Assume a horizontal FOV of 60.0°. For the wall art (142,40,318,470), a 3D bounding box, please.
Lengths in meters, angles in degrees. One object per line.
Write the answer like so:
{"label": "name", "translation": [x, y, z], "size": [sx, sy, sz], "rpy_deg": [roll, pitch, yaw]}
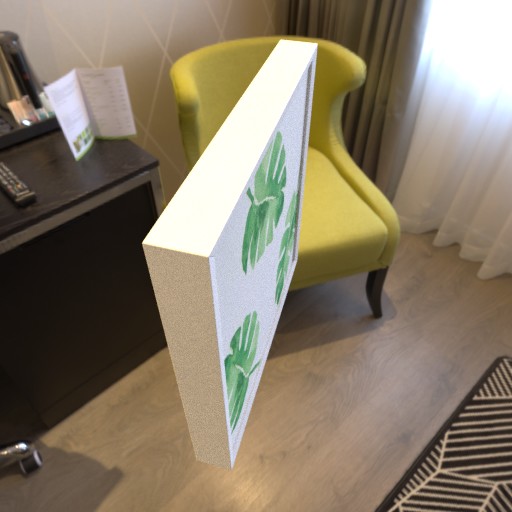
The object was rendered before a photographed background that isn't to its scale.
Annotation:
{"label": "wall art", "translation": [0.000, 0.000, 0.442], "size": [0.038, 0.305, 0.305], "rpy_deg": [12, 46, 11]}
